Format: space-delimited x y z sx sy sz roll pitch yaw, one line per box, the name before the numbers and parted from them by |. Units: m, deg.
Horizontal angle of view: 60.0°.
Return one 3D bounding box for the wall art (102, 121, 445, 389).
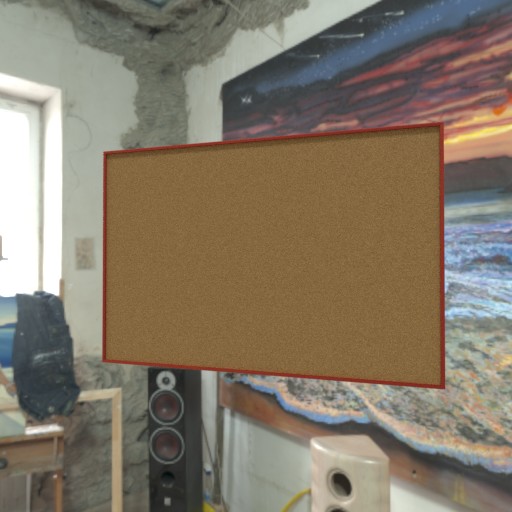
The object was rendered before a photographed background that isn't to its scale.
wall art | 0.000 0.000 0.775 0.607 0.405 0.033 0 -1 17
